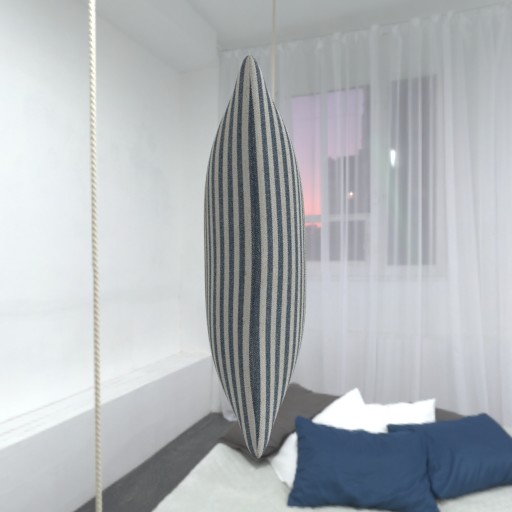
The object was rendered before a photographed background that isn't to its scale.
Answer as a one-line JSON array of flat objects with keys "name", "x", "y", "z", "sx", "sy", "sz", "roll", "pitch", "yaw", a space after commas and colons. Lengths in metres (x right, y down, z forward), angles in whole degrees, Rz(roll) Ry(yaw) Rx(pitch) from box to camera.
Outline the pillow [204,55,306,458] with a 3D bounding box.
[{"name": "pillow", "x": 0.000, "y": 0.000, "z": 0.807, "sx": 0.166, "sy": 0.510, "sz": 0.523, "roll": 0, "pitch": 1, "yaw": 1}]
